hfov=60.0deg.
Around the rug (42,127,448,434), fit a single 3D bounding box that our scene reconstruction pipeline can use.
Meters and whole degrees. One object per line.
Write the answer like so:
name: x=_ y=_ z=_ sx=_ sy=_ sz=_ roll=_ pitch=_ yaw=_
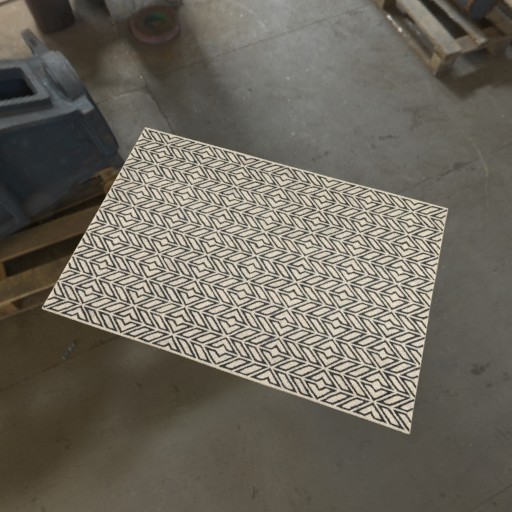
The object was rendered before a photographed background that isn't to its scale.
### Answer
rug: x=0.000 y=0.000 z=2.319 sx=1.828 sy=0.007 sz=1.220 roll=17 pitch=65 yaw=8
